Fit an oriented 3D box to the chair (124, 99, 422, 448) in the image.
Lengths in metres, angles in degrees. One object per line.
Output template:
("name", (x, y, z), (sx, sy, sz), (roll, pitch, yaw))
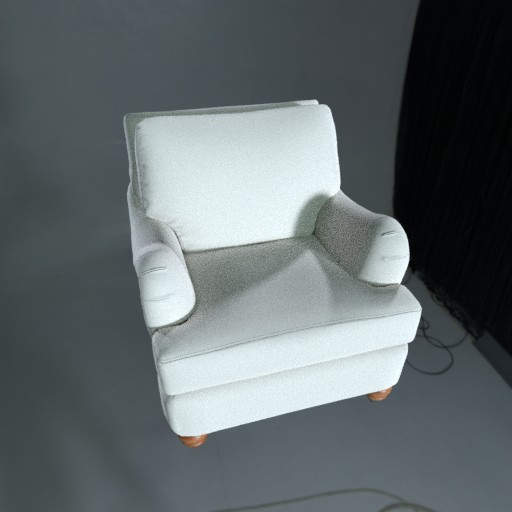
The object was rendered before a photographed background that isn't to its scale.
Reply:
("chair", (0.000, 0.000, 1.816), (0.955, 1.038, 1.070), (-9, 34, -13))
